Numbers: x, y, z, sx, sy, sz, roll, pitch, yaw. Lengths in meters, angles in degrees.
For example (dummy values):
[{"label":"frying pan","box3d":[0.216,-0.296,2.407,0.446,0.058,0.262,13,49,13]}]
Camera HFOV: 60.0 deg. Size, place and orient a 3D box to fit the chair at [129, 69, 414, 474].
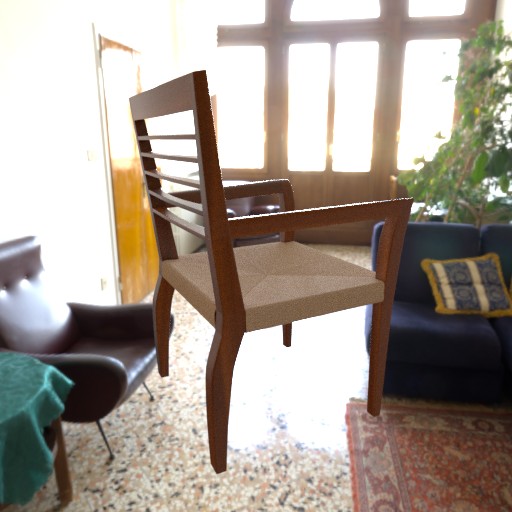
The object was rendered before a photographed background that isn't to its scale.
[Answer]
[{"label":"chair","box3d":[0.000,0.000,1.220,0.540,0.855,0.587,-7,16,-26]}]
